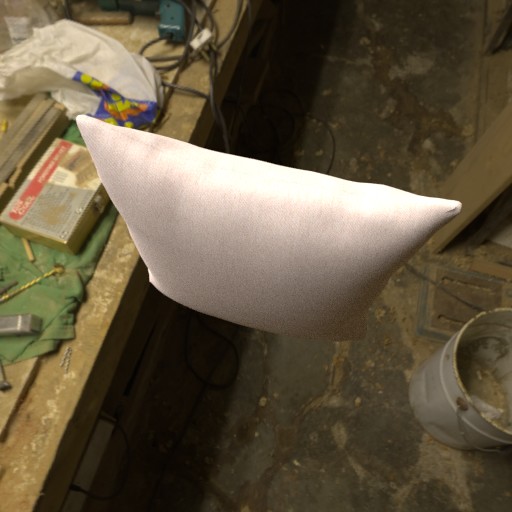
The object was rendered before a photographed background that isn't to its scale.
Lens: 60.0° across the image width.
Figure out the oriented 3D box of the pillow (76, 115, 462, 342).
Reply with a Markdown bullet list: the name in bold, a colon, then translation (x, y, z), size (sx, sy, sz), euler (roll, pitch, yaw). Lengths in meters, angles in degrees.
- **pillow**: translation (0.000, 0.000, 0.667), size (0.433, 0.436, 0.173), euler (14, 65, 7)
